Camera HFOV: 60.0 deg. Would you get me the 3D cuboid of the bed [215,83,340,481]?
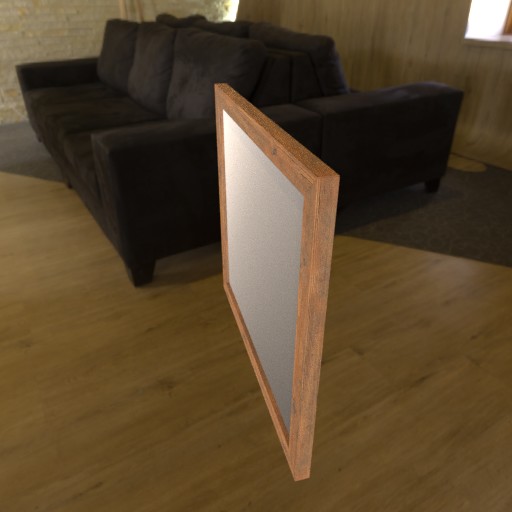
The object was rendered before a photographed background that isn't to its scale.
[{"bbox_3d":[0.000,0.000,1.506,0.046,0.942,1.046,-8,31,-13],"label":"bed"}]
